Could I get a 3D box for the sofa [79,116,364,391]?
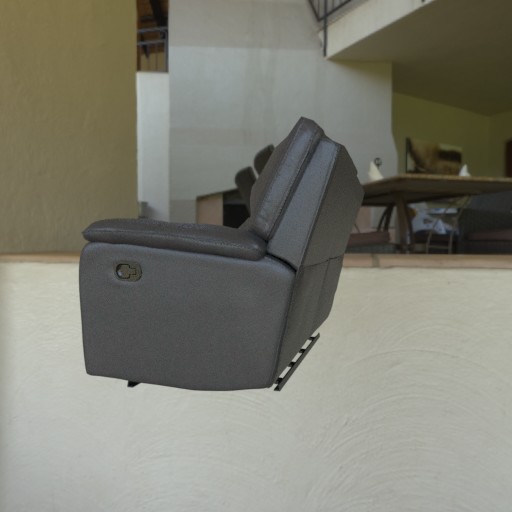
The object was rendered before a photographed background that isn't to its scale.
[{"bbox_3d":[0.000,0.000,2.453,1.104,1.111,1.765,1,2,17],"label":"sofa"}]
